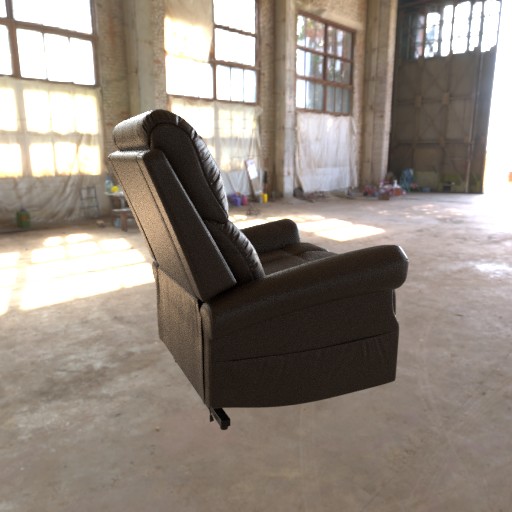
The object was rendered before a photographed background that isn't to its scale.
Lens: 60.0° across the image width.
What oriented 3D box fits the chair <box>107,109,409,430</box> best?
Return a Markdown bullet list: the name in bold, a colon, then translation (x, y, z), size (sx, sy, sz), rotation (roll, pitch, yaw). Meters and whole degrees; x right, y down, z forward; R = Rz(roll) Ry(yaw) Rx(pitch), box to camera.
- **chair**: translation (0.000, 0.000, 1.734), size (0.978, 1.028, 0.869), rotation (-6, 14, -25)
